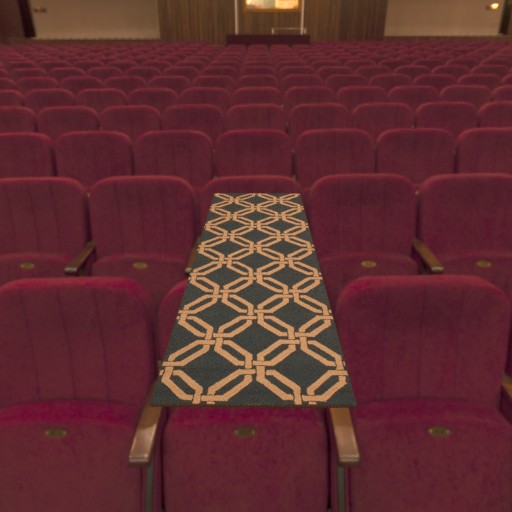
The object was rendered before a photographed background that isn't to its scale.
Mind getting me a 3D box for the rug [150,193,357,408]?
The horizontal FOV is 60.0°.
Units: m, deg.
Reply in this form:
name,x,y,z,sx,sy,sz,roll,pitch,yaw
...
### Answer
name,x,y,z,sx,sy,sz,roll,pitch,yaw
rug,0.000,0.000,2.469,0.678,0.014,2.276,0,25,0
